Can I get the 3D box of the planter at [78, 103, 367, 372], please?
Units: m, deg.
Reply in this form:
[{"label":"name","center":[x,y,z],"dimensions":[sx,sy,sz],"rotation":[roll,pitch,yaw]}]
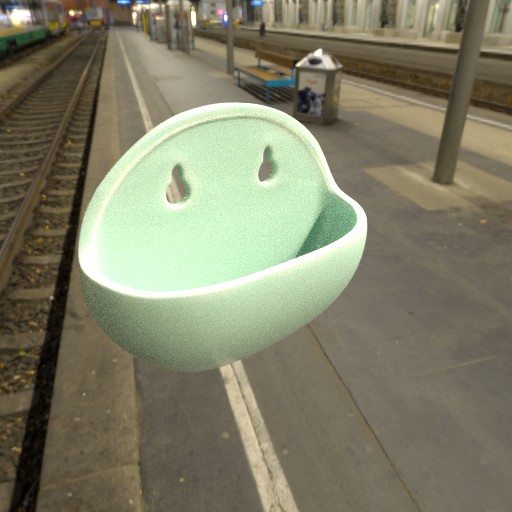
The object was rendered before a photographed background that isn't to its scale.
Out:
[{"label":"planter","center":[0.000,0.000,0.262],"dimensions":[0.189,0.164,0.073],"rotation":[-20,34,-32]}]
